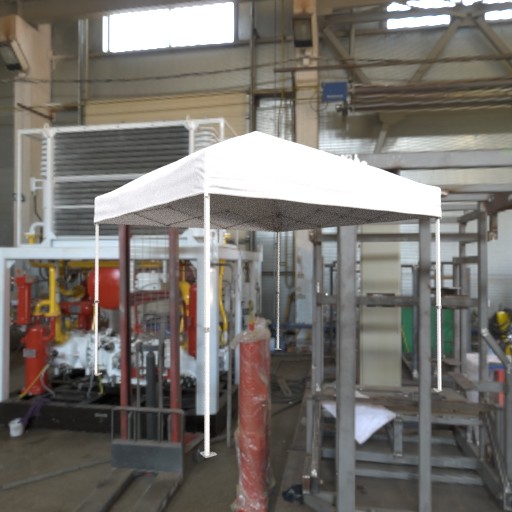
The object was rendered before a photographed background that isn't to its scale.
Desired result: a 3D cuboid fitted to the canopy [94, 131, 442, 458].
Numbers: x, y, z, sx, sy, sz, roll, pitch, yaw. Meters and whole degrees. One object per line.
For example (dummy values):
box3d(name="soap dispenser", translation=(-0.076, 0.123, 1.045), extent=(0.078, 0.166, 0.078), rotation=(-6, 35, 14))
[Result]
box3d(name="canopy", translation=(0.000, 0.000, 5.299), extent=(2.998, 2.997, 2.996), rotation=(1, -1, -35))
